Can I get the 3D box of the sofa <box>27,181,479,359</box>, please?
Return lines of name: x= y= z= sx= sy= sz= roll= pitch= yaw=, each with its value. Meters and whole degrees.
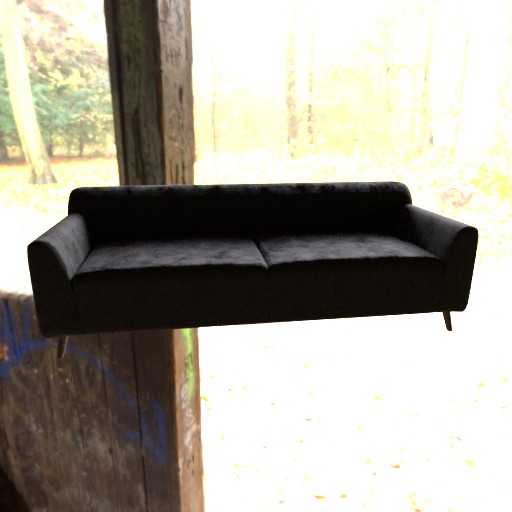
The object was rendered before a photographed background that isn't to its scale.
sofa: x=0.000 y=0.000 z=2.579 sx=2.190 sy=0.740 sz=0.900 roll=-2 pitch=17 yaw=-8
